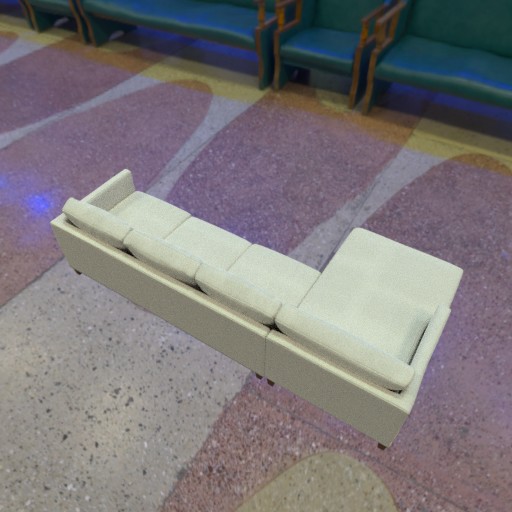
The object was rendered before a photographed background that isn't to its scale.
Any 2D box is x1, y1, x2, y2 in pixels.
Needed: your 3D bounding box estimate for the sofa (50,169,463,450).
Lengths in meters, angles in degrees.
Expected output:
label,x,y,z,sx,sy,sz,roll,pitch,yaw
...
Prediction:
label,x,y,z,sx,sy,sz,roll,pitch,yaw
sofa,0.000,0.000,3.859,3.186,0.861,1.625,25,52,21
